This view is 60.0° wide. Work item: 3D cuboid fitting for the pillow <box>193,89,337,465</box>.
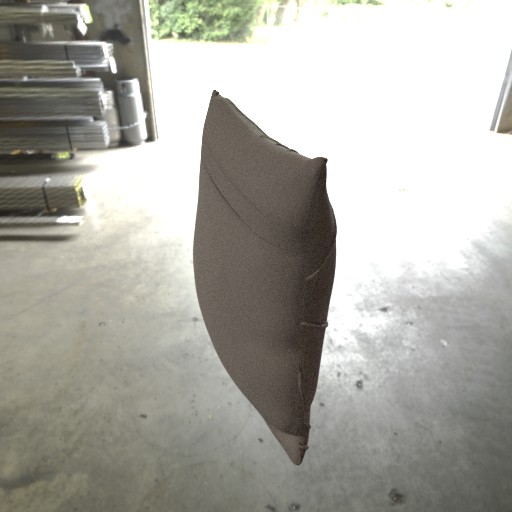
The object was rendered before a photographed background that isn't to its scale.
[{"bbox_3d":[0.000,0.000,0.693,0.185,0.440,0.439,-10,32,-16],"label":"pillow"}]
